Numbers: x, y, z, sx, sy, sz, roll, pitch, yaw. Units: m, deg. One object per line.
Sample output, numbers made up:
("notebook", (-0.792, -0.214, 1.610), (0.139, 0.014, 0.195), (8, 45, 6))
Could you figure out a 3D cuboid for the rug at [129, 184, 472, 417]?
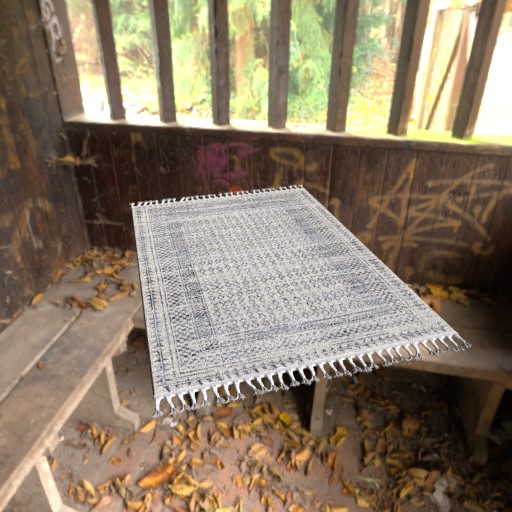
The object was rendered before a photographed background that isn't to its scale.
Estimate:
("rug", (0.000, 0.000, 2.357), (1.243, 0.013, 1.872), (-8, 31, -14))
